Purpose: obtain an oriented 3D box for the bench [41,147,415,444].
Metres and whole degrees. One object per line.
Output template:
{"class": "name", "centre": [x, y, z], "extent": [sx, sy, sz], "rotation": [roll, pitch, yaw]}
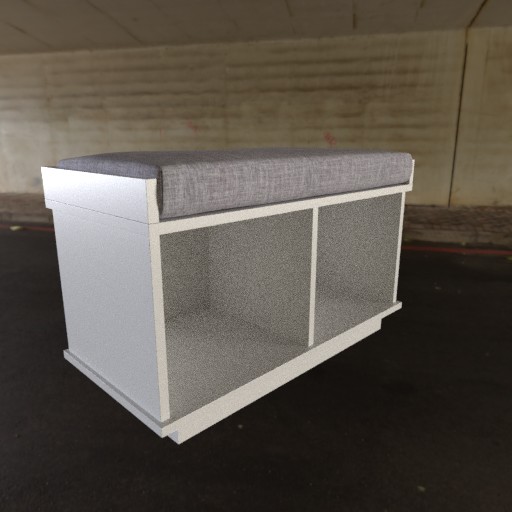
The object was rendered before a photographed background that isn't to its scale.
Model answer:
{"class": "bench", "centre": [0.000, 0.000, 0.978], "extent": [0.362, 0.461, 0.734], "rotation": [14, 21, 43]}
